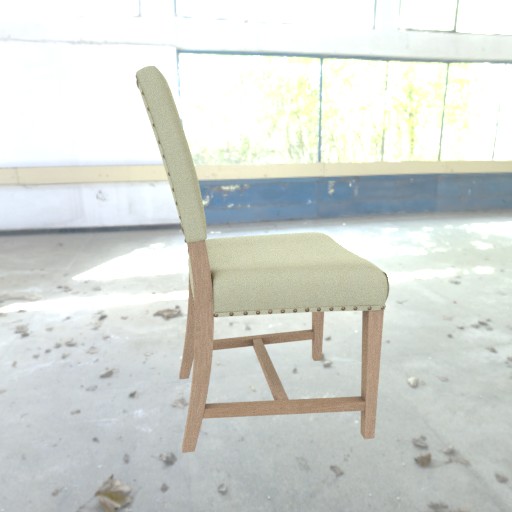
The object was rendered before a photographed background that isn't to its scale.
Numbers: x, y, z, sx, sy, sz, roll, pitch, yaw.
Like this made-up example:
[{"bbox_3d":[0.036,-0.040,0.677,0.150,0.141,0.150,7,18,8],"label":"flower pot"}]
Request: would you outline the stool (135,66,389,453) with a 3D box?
[{"bbox_3d":[0.000,0.000,1.329,0.623,0.986,0.508,-3,15,-10],"label":"stool"}]
